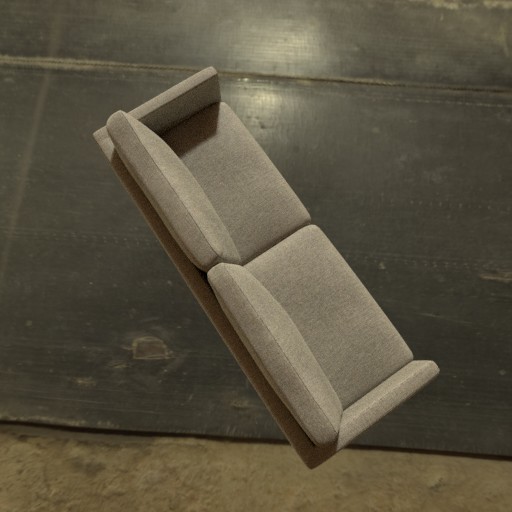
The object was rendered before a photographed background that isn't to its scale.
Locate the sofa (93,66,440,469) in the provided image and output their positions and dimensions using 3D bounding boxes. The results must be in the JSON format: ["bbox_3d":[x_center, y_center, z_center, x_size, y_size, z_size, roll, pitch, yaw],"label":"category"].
[{"bbox_3d":[0.000,0.000,2.924,0.948,0.951,2.434,-33,78,-8],"label":"sofa"}]
